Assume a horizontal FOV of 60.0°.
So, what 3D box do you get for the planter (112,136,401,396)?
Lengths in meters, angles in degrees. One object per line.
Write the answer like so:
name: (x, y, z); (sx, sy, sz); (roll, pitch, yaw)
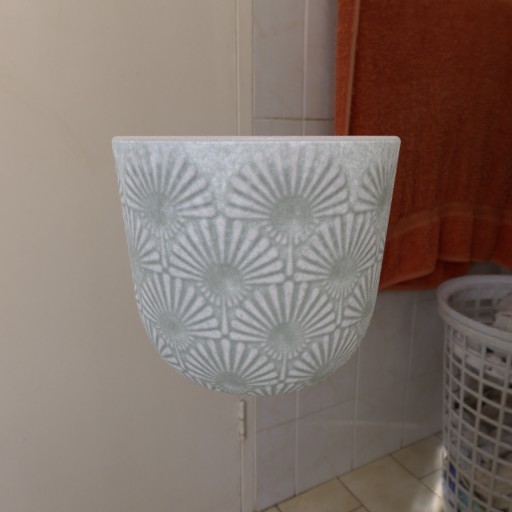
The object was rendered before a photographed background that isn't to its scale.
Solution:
planter: (0.000, 0.000, 0.292); (0.170, 0.152, 0.170); (0, 15, 0)
